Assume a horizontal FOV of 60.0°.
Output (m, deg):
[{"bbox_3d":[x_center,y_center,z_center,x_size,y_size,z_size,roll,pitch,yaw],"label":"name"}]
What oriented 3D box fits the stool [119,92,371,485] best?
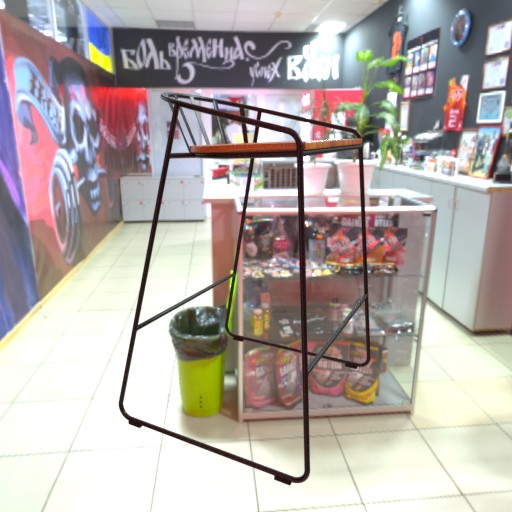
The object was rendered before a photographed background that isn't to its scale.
[{"bbox_3d":[0.000,0.000,1.153,0.521,0.812,0.546,8,18,26],"label":"stool"}]
